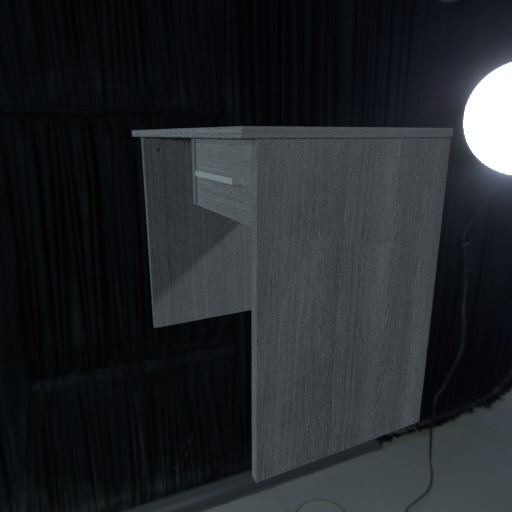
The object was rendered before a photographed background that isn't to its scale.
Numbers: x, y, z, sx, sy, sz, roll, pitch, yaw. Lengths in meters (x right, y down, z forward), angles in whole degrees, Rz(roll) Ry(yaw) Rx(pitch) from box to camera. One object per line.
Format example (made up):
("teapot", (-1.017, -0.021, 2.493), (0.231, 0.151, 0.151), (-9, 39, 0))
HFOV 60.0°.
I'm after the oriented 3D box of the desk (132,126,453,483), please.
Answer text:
("desk", (0.000, 0.000, 1.320), (0.498, 0.724, 0.893), (-7, 17, -25))
